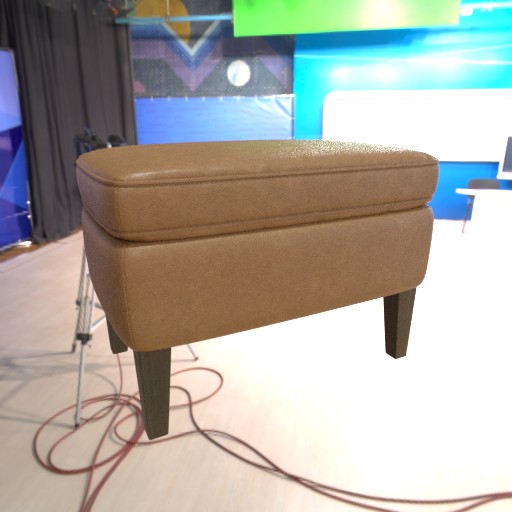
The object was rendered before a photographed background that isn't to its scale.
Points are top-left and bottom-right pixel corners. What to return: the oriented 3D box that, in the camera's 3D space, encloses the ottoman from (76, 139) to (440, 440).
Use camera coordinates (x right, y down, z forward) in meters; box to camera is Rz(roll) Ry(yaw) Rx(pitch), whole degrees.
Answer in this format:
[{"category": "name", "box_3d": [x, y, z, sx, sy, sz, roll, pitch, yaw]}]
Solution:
[{"category": "ottoman", "box_3d": [0.000, 0.000, 0.962, 0.670, 0.480, 0.420, -9, 20, -26]}]
